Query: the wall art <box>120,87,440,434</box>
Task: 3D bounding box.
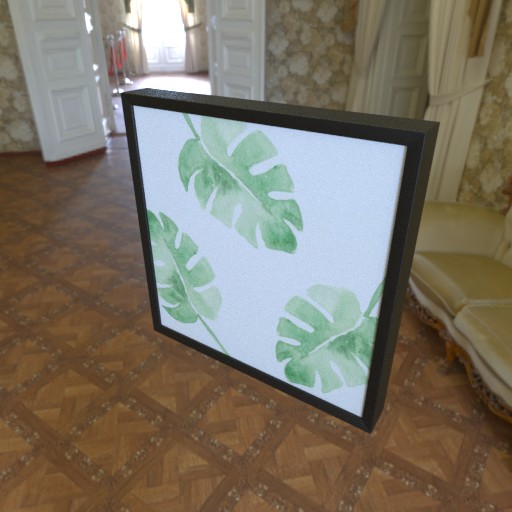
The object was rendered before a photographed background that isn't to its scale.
[{"bbox_3d":[0.000,0.000,0.463,0.304,0.304,0.038,18,34,29],"label":"wall art"}]
